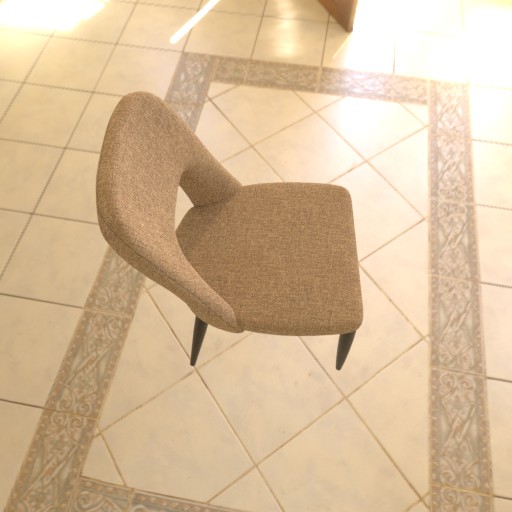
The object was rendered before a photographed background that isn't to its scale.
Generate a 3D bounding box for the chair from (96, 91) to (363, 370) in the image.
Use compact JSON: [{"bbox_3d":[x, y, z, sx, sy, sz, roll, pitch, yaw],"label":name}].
[{"bbox_3d":[0.000,0.000,1.269,0.612,0.931,0.470,1,62,0],"label":"chair"}]
